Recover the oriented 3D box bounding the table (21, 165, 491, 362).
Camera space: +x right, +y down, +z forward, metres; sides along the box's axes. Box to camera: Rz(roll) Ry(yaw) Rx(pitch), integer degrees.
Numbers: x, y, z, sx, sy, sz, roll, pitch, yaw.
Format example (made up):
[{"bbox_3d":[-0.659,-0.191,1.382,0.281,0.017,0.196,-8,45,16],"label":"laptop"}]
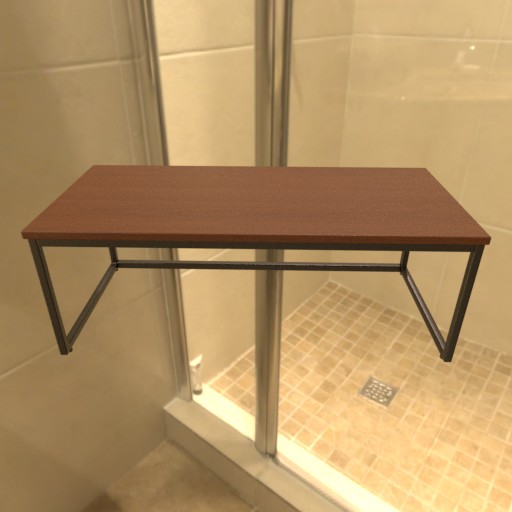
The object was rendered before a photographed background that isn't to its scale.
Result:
[{"bbox_3d":[0.000,0.000,1.349,1.100,0.400,0.500,1,30,1],"label":"table"}]
